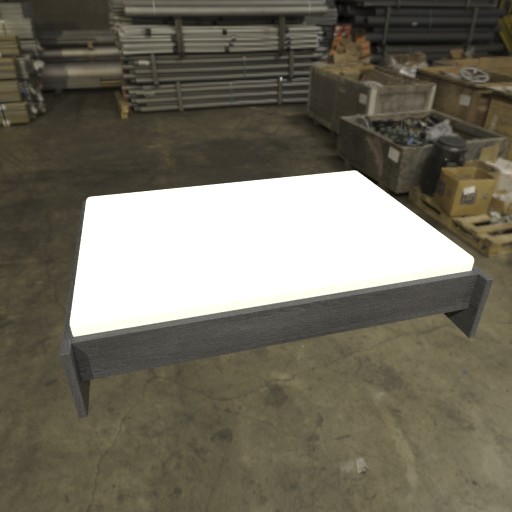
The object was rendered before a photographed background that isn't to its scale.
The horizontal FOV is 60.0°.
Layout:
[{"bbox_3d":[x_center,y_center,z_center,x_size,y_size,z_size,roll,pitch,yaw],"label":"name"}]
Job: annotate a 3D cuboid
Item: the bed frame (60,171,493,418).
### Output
[{"bbox_3d":[0.000,0.000,2.591,1.950,0.432,1.490,-8,32,-13],"label":"bed frame"}]
